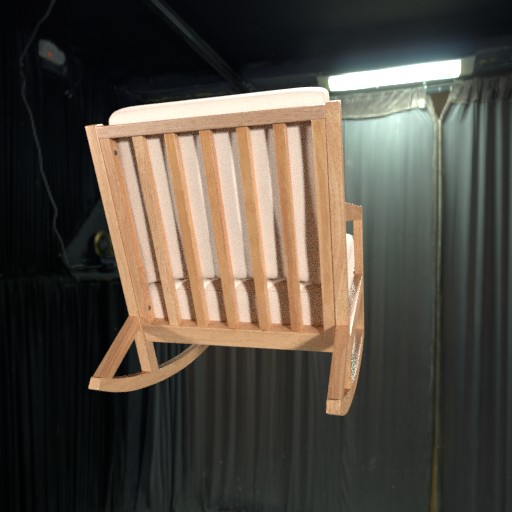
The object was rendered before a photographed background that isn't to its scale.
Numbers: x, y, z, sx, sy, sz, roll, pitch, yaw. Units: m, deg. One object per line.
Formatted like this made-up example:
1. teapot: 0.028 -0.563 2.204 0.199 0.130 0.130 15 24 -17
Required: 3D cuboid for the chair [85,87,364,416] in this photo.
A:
1. chair: 0.000 0.000 1.412 0.622 0.790 0.857 0 0 17
